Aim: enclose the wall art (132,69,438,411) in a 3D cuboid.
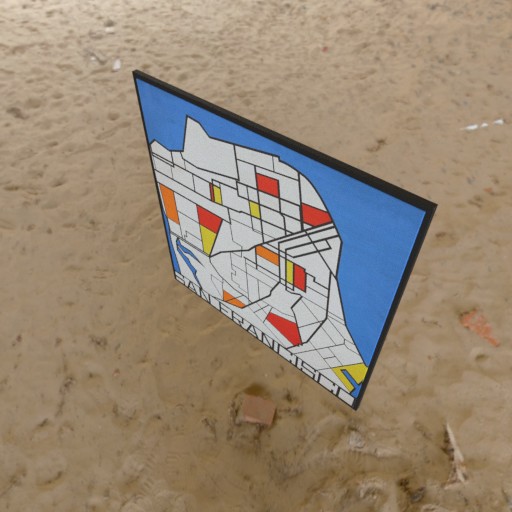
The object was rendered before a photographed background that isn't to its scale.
[{"bbox_3d":[0.000,0.000,1.012,0.664,0.663,0.015,32,55,26],"label":"wall art"}]
